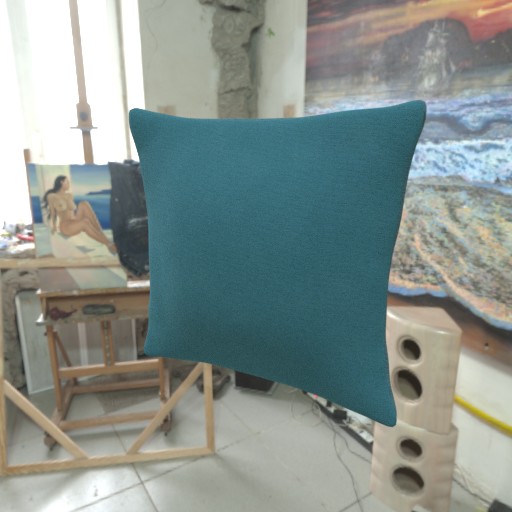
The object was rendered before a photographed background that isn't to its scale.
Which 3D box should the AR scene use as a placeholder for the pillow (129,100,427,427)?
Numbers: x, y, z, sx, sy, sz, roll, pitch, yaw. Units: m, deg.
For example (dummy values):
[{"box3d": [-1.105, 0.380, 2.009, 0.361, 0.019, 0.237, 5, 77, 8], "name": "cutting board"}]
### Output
[{"box3d": [0.000, 0.000, 0.640, 0.433, 0.415, 0.151, 8, 18, 27], "name": "pillow"}]
